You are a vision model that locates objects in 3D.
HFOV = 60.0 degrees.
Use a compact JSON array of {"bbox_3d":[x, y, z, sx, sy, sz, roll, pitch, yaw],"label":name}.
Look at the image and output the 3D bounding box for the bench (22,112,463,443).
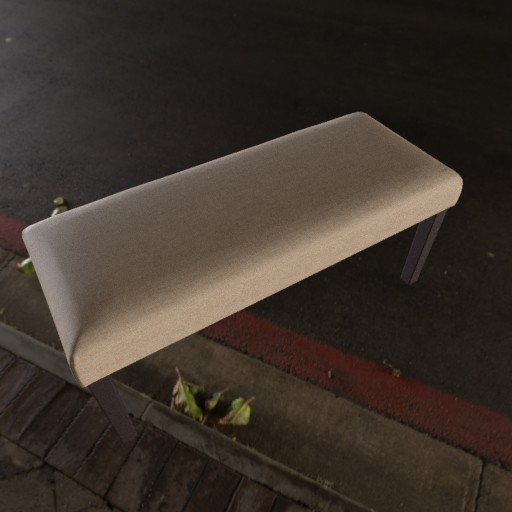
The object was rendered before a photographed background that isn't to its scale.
[{"bbox_3d":[0.000,0.000,1.198,1.013,0.456,0.407,-24,51,-21],"label":"bench"}]
